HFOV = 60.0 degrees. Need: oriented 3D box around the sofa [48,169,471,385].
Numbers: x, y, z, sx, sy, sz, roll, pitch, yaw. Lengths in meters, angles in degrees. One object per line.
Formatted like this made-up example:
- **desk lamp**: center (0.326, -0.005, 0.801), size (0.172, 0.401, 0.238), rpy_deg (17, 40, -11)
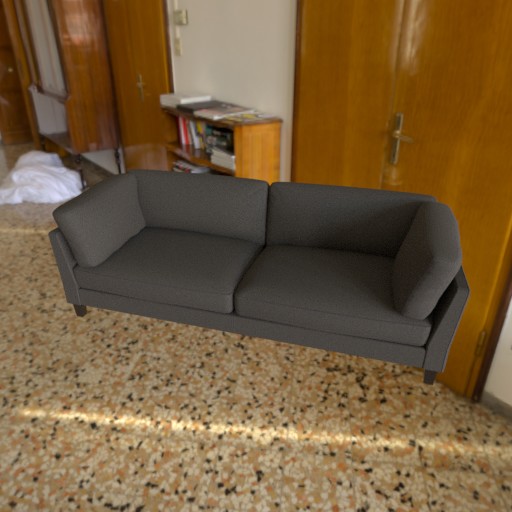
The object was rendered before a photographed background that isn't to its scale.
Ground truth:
- **sofa**: center (0.000, 0.000, 2.778), size (2.312, 0.792, 0.969), rpy_deg (8, 28, 15)
